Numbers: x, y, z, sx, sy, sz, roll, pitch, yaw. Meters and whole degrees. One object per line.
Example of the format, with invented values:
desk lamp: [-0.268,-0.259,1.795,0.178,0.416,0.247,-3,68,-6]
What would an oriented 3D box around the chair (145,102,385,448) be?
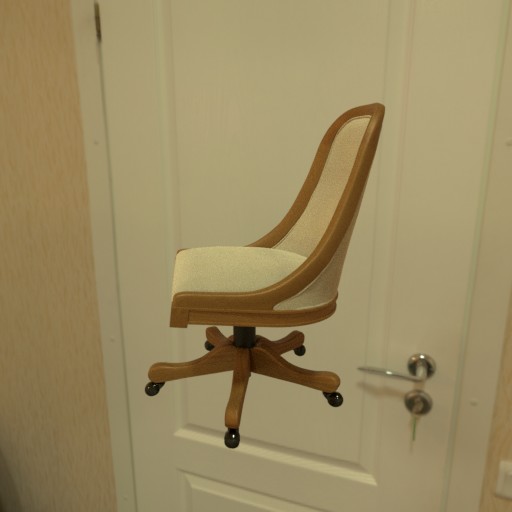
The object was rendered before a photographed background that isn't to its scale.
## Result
chair: [0.000,0.000,1.537,0.811,1.009,0.702,-2,15,-8]
